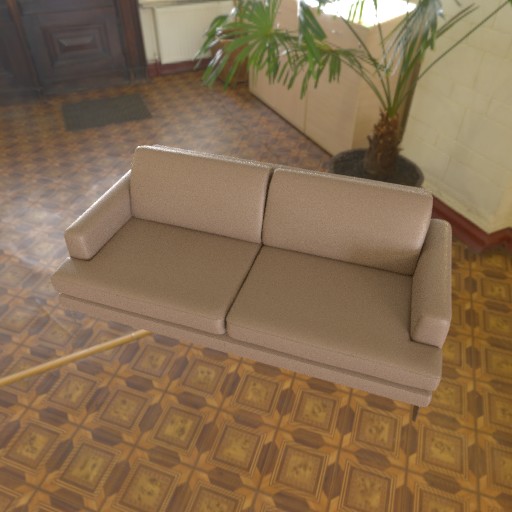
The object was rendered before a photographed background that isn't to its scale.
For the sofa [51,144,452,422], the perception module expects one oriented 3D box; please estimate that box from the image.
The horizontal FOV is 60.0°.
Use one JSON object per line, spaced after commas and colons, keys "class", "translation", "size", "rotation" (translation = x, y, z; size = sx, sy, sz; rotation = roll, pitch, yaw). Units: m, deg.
{"class": "sofa", "translation": [0.000, 0.000, 2.375], "size": [1.940, 0.765, 0.974], "rotation": [12, 42, 14]}
